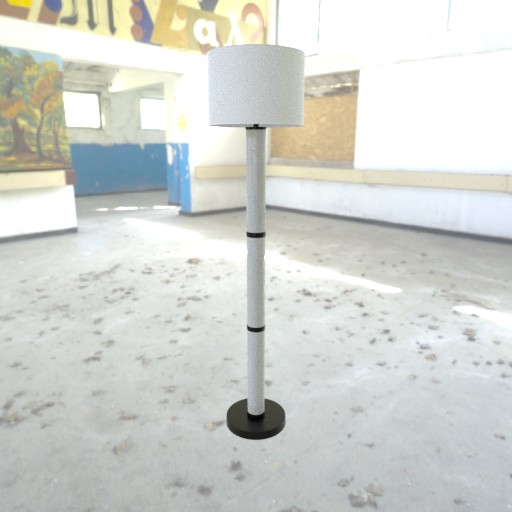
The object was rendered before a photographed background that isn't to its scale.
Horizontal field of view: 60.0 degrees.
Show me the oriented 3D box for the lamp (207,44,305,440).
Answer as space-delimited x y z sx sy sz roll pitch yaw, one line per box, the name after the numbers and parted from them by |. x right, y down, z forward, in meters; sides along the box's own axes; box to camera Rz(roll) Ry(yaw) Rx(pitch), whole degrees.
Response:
0.000 0.000 1.888 0.377 1.599 0.377 -13 19 -42 | lamp
